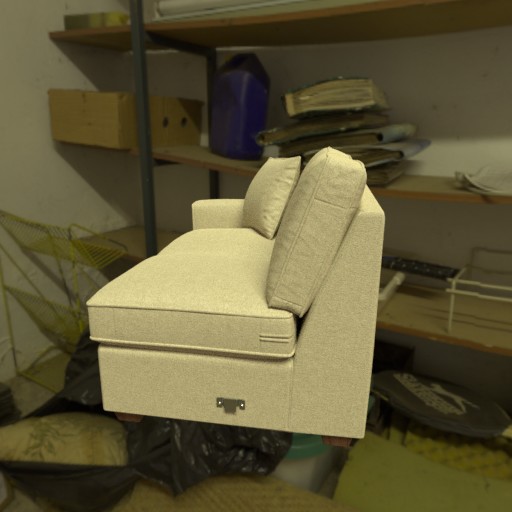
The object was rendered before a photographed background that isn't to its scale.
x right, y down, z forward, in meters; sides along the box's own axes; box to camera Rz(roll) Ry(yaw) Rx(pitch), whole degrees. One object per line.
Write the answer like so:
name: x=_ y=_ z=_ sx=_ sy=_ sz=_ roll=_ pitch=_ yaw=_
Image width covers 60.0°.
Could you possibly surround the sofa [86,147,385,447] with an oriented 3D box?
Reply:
sofa: x=0.000 y=0.000 z=2.079 sx=0.991 sy=0.989 sz=1.388 roll=3 pitch=16 yaw=9
